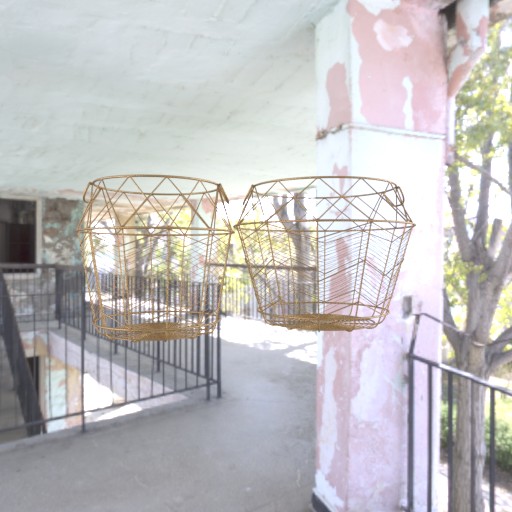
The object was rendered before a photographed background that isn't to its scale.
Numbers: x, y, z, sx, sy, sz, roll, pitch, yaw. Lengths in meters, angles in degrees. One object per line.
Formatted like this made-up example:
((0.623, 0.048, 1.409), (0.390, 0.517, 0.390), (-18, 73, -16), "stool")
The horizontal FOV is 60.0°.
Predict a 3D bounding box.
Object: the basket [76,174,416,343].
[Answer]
((0.000, 0.000, 1.068), (0.805, 0.343, 0.451), (0, 0, -19), "basket")
